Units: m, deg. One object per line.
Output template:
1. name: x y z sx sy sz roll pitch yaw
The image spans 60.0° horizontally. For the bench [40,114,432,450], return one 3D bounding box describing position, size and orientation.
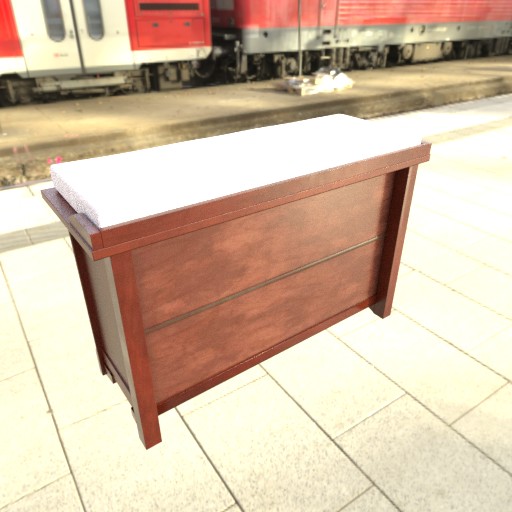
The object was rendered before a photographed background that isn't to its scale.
1. bench: 0.000 0.000 1.294 0.987 0.646 0.369 -20 35 -31
